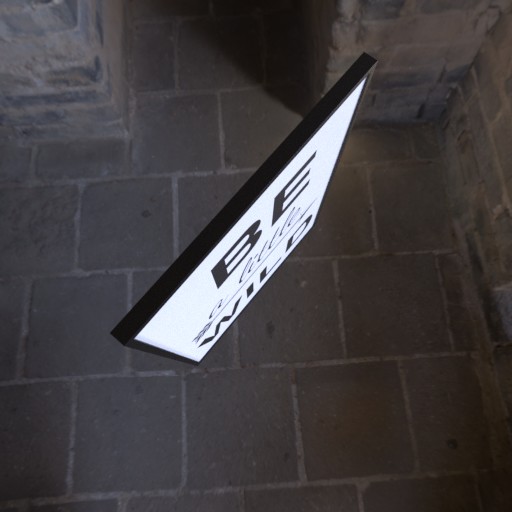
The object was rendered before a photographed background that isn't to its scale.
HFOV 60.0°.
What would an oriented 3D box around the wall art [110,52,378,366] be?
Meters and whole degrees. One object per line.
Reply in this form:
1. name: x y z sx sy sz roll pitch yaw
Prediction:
1. wall art: 0.000 0.000 1.412 0.038 1.062 0.806 38 78 10
